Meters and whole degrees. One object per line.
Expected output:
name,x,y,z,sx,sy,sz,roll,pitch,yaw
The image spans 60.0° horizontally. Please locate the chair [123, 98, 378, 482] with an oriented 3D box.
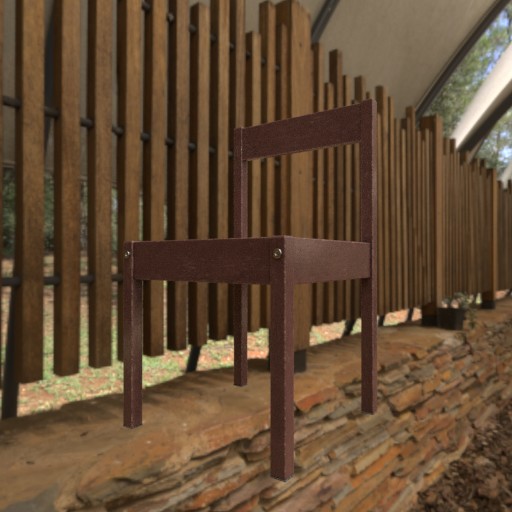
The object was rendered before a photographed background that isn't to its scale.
chair,0.000,0.000,0.690,0.285,0.505,0.285,0,0,36
